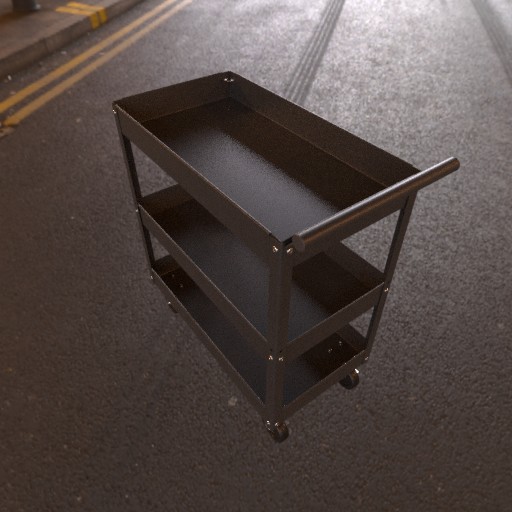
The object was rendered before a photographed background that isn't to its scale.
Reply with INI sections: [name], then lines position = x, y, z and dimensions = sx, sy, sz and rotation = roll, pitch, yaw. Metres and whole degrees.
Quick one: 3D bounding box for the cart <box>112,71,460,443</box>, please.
[cart]
position = 0.000, 0.000, 1.171
dimensions = 0.366, 0.780, 0.719
rotation = -27, 49, -26
